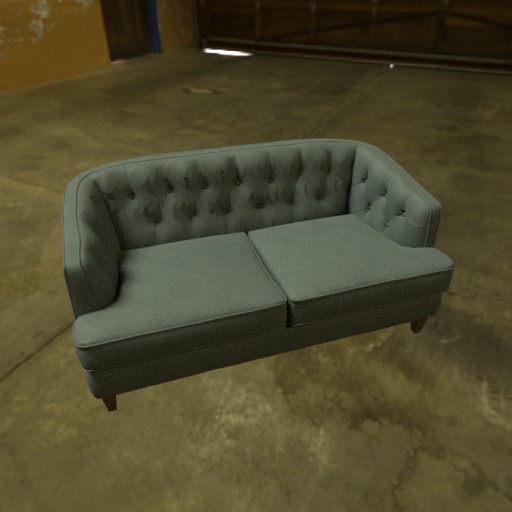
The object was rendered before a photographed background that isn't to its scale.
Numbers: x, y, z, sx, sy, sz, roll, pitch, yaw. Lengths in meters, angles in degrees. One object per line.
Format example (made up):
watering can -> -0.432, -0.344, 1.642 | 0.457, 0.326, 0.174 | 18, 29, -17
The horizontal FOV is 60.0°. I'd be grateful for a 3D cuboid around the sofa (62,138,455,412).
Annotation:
sofa -> 0.000, 0.000, 2.237 | 1.733, 0.855, 0.941 | -10, 34, -16
